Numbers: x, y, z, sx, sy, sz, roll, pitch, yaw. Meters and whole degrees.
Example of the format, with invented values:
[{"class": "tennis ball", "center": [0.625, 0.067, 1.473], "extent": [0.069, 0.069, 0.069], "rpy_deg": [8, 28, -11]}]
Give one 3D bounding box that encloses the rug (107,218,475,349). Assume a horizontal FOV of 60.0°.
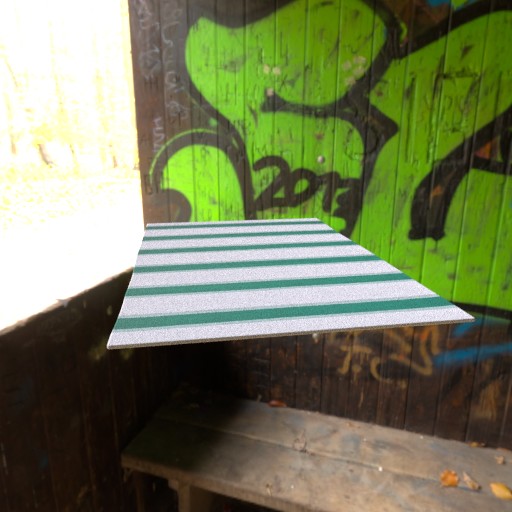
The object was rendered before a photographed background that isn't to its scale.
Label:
[{"class": "rug", "center": [0.000, 0.000, 2.278], "extent": [1.210, 0.012, 1.829], "rpy_deg": [-3, 16, -9]}]
